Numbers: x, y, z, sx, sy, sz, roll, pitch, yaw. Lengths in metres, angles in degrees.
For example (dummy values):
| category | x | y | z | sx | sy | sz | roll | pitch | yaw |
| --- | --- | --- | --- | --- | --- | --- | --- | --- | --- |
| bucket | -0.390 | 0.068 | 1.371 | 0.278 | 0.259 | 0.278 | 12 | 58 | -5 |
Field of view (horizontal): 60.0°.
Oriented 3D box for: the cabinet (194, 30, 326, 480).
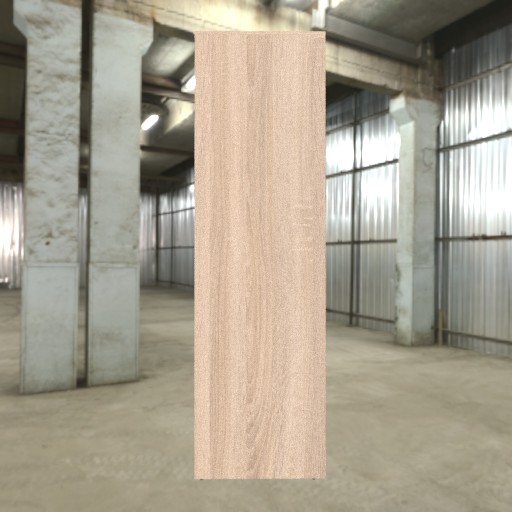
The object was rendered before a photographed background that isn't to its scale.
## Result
| category | x | y | z | sx | sy | sz | roll | pitch | yaw |
| --- | --- | --- | --- | --- | --- | --- | --- | --- | --- |
| cabinet | 0.000 | 0.000 | 2.969 | 0.620 | 2.060 | 1.870 | 0 | 0 | -1 |
